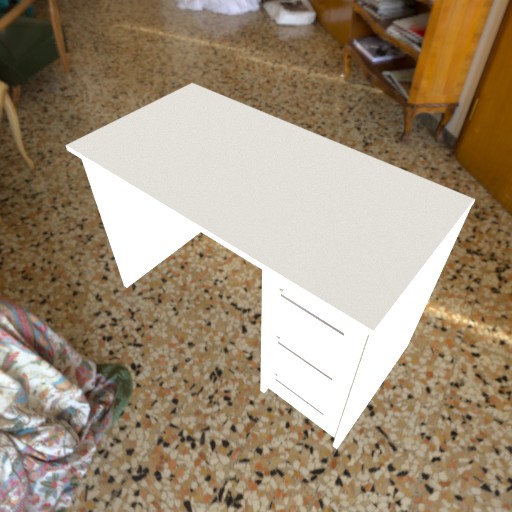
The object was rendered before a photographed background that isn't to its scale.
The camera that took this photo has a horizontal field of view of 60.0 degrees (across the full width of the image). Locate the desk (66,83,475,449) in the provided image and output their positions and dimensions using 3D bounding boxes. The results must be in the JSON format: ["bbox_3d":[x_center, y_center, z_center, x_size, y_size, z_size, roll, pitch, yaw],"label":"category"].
[{"bbox_3d":[0.000,0.000,1.574,1.097,0.735,0.560,31,54,26],"label":"desk"}]
